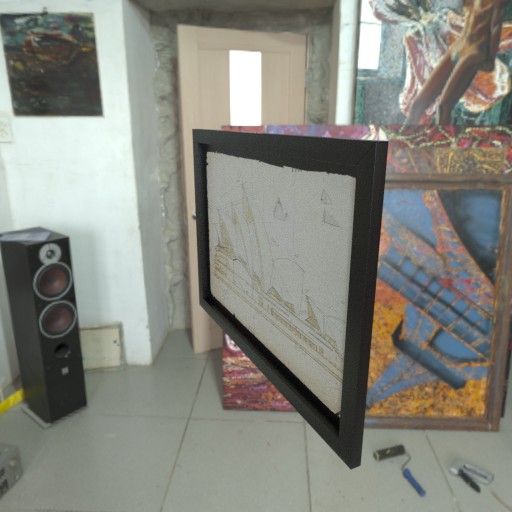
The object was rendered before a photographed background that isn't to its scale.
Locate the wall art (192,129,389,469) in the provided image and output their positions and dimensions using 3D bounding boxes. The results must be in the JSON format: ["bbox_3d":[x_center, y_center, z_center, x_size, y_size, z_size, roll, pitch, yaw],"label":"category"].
[{"bbox_3d":[0.000,0.000,0.572,0.013,0.306,0.440,-8,19,-25],"label":"wall art"}]
